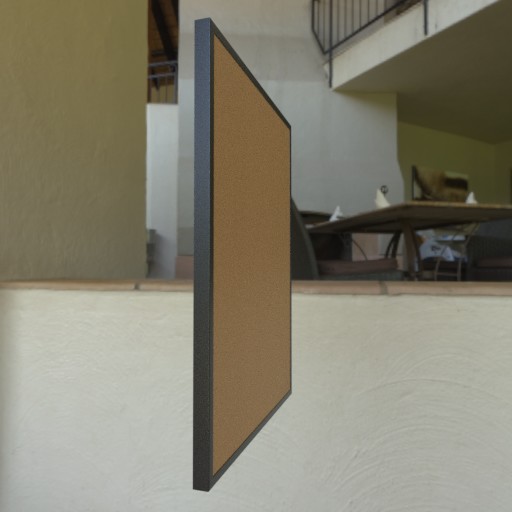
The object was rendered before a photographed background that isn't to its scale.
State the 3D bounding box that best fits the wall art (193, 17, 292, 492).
[{"bbox_3d":[0.000,0.000,1.378,0.039,1.061,0.804,-1,-2,18],"label":"wall art"}]
